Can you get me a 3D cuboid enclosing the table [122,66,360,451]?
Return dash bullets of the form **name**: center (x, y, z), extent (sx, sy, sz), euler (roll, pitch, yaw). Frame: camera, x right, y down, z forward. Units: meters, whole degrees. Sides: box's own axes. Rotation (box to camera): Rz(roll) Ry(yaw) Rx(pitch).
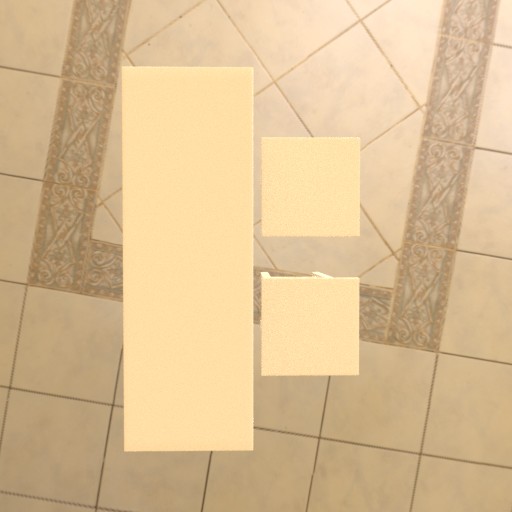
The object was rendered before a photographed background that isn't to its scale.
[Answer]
- **table**: center (0.000, 0.000, 1.589), extent (0.650, 1.065, 0.915), euler (0, 91, -1)
